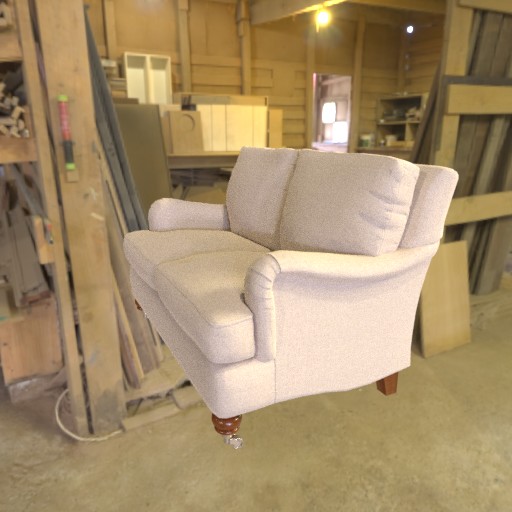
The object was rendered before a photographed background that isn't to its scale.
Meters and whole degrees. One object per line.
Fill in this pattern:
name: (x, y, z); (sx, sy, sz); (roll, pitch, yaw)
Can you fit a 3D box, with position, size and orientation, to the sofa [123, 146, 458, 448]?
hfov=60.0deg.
sofa: (0.000, 0.000, 2.243); (1.087, 1.048, 1.508); (-8, 18, -26)
